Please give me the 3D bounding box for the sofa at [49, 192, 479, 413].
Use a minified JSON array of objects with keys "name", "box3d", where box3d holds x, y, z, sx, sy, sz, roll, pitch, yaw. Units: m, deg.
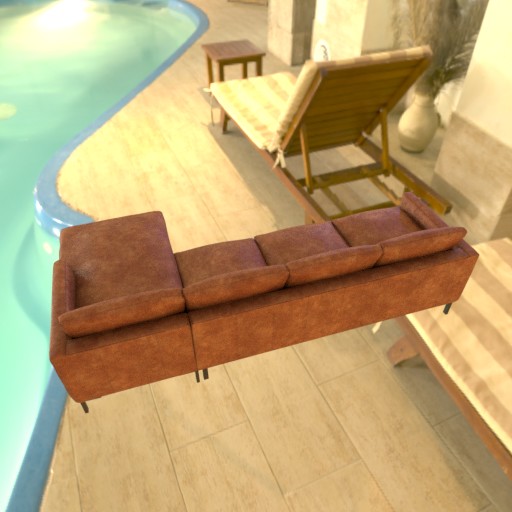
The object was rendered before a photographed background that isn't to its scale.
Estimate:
[{"name":"sofa","box3d":[0.000,0.000,3.550,2.993,0.859,1.471,-12,43,-13]}]
